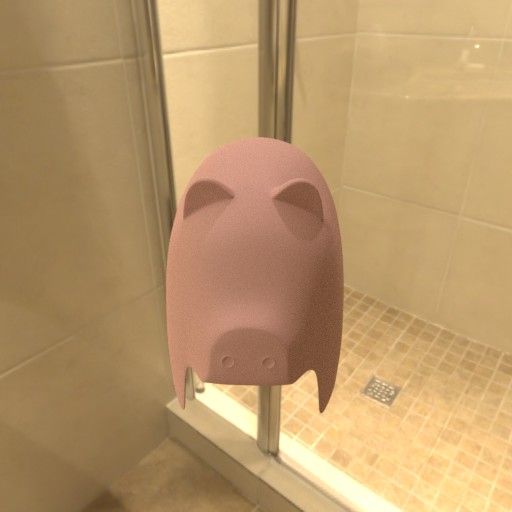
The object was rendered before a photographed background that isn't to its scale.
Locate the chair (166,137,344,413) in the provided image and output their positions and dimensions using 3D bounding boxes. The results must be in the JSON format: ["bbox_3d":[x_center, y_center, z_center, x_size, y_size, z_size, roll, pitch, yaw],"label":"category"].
[{"bbox_3d":[0.000,0.000,0.872,0.364,0.423,0.619,1,30,2],"label":"chair"}]
